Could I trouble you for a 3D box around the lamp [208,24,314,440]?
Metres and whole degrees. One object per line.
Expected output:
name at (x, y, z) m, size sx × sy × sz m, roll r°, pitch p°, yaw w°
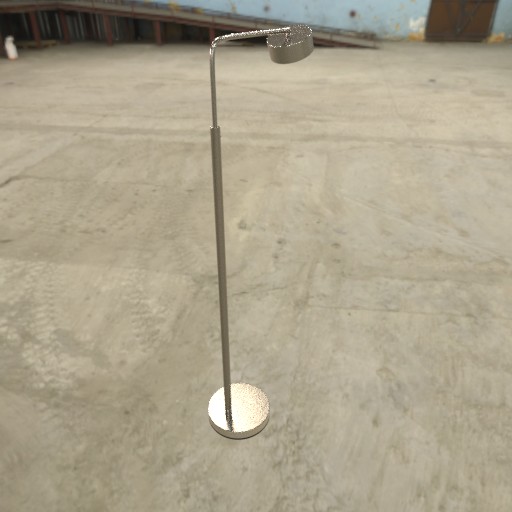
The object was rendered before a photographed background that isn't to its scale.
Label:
lamp at (0.000, 0.000, 1.367) m, size 0.222 × 1.250 × 0.421 m, roll 22°, pitch 37°, yaw 32°
